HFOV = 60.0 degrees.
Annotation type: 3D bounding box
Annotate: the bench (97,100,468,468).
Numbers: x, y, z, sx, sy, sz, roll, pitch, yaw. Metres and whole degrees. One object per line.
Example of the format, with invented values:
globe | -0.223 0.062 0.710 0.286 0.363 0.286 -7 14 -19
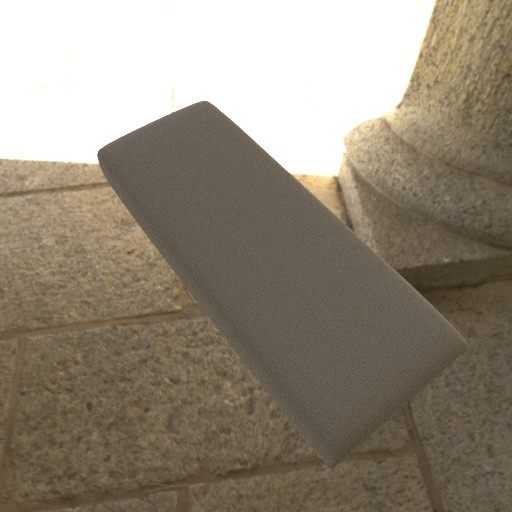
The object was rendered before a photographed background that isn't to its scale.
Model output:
bench | 0.000 0.000 1.871 0.646 0.393 1.609 -32 63 -19
